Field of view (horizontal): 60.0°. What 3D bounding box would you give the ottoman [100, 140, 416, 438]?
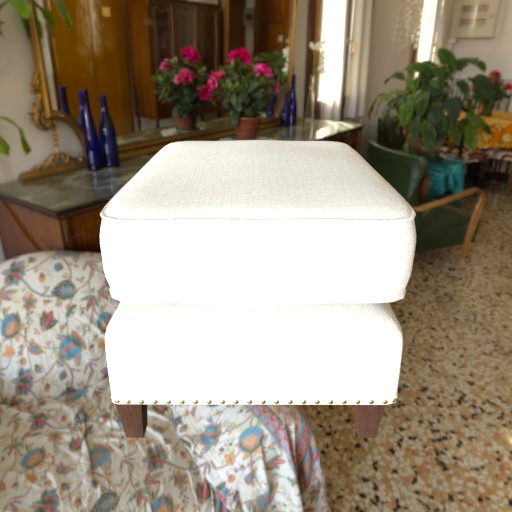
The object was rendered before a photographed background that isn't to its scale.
[{"bbox_3d":[0.000,0.000,1.145,0.589,0.537,0.738,0,25,0],"label":"ottoman"}]
